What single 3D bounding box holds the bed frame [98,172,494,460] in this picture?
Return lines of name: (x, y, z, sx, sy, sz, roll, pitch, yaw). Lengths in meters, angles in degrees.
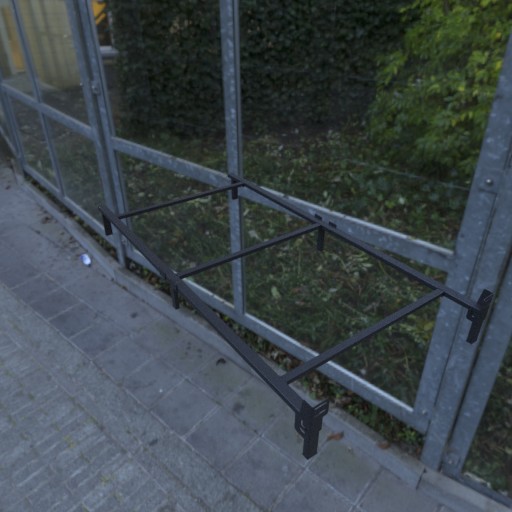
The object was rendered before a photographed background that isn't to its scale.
bed frame: (0.000, 0.000, 2.239, 0.968, 0.248, 1.897, -20, 37, -30)
